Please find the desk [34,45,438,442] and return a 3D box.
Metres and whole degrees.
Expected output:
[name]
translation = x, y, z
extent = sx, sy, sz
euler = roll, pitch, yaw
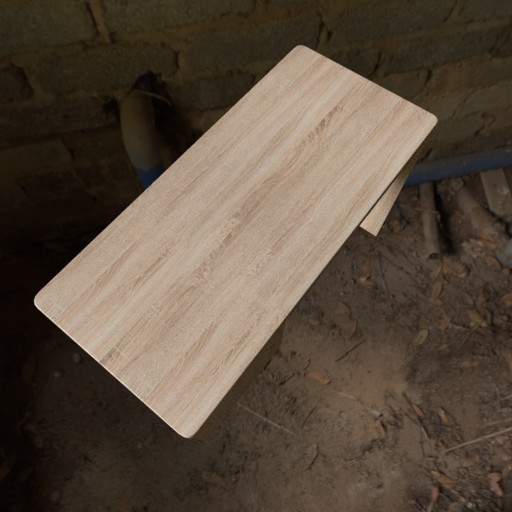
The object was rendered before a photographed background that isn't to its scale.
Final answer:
[desk]
translation = 0.000, 0.000, 1.619
extent = 0.550, 0.760, 1.200
euler = 35, 70, 15
